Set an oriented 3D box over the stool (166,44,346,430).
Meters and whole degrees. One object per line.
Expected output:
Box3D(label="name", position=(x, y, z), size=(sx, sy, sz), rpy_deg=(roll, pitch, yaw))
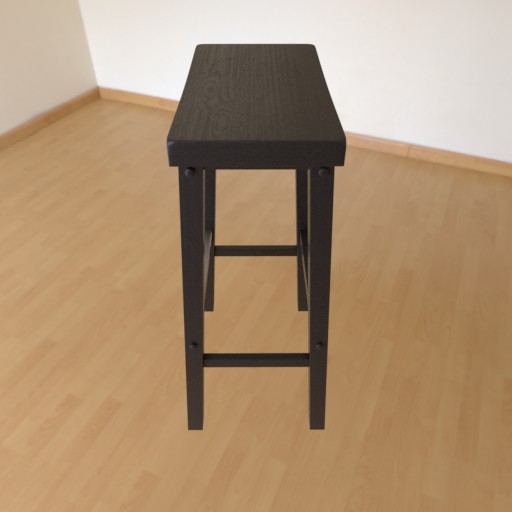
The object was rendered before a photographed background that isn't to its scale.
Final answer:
Box3D(label="stool", position=(0.000, 0.000, 0.954), size=(0.322, 0.742, 0.406), rpy_deg=(0, 41, 0))
